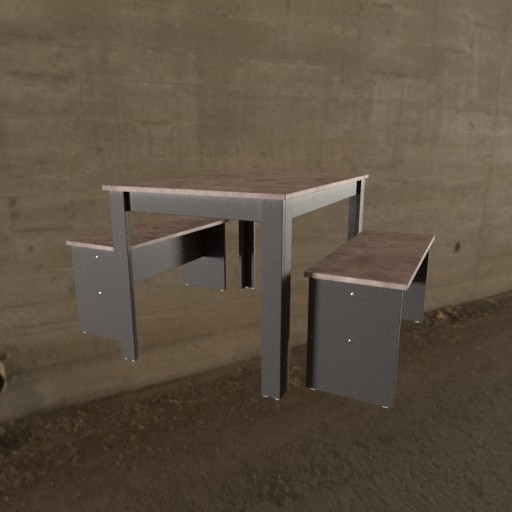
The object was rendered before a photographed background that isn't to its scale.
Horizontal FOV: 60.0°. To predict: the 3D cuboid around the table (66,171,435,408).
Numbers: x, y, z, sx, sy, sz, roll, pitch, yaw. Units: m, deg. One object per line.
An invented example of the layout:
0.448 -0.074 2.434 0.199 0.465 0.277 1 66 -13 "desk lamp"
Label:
0.000 0.000 2.035 1.443 0.700 1.100 7 15 26 "table"
